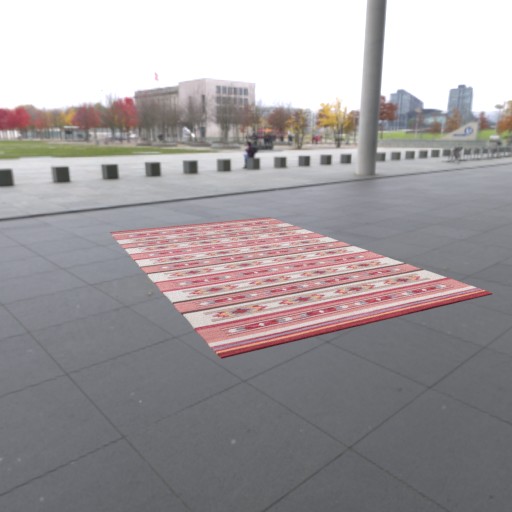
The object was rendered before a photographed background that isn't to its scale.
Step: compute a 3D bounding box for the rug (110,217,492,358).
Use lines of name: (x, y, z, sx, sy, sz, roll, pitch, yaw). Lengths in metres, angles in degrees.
rug: (0.000, 0.000, 3.017, 1.535, 0.010, 2.431, -8, 17, -26)
